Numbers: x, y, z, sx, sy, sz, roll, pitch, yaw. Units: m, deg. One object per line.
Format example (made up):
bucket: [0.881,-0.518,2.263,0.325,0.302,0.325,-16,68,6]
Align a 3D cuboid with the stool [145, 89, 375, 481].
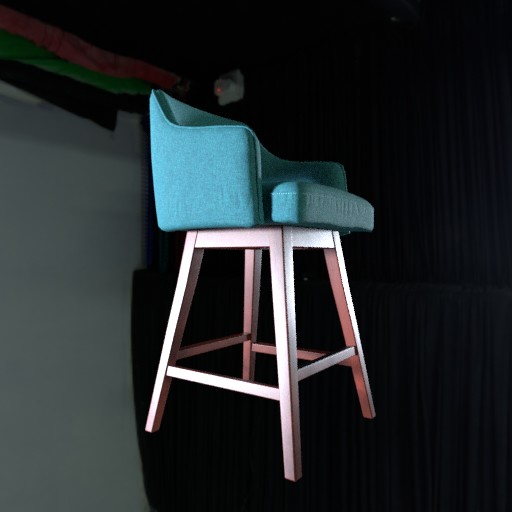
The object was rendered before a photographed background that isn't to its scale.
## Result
stool: [0.000,0.000,1.290,0.556,0.961,0.548,0,0,35]
